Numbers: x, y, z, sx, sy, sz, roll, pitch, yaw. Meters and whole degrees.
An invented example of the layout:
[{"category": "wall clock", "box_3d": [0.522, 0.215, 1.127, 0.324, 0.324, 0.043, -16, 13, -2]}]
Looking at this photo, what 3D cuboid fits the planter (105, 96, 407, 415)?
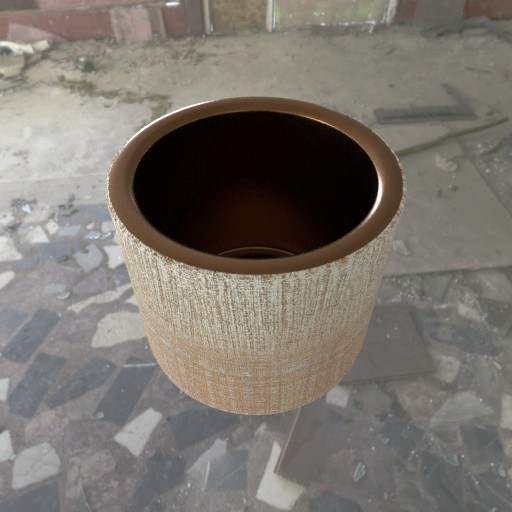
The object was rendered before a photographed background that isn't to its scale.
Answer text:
[{"category": "planter", "box_3d": [0.000, 0.000, 0.195, 0.109, 0.096, 0.109, 0, 47, 0]}]
